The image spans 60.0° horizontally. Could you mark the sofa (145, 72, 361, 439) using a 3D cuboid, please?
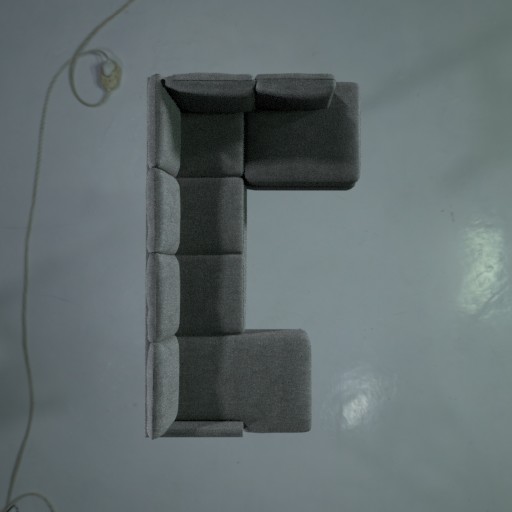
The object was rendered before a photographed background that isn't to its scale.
[{"bbox_3d":[0.000,0.000,4.337,2.048,0.999,3.423,0,89,0],"label":"sofa"}]
